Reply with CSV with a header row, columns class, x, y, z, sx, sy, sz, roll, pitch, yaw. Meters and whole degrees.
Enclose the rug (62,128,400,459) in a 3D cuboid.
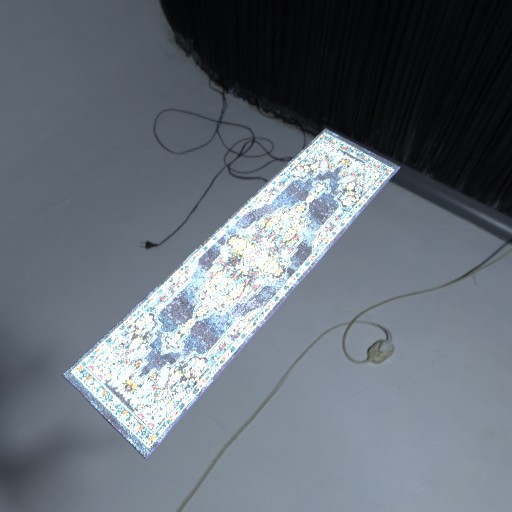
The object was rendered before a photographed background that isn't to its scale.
class,x,y,z,sx,sy,sz,roll,pitch,yaw
rug,0.000,0.000,2.545,0.602,0.016,2.283,35,64,20
